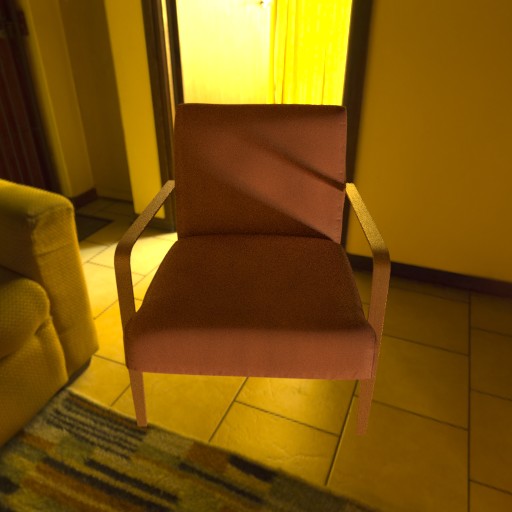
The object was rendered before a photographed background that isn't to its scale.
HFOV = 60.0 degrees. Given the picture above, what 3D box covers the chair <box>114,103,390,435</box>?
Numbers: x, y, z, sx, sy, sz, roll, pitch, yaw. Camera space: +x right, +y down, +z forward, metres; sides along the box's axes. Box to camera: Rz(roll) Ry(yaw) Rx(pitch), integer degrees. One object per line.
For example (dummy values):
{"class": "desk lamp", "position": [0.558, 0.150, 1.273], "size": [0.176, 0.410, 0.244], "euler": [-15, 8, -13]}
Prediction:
{"class": "chair", "position": [0.000, 0.000, 1.456], "size": [0.701, 0.823, 0.848], "euler": [1, 30, 2]}
